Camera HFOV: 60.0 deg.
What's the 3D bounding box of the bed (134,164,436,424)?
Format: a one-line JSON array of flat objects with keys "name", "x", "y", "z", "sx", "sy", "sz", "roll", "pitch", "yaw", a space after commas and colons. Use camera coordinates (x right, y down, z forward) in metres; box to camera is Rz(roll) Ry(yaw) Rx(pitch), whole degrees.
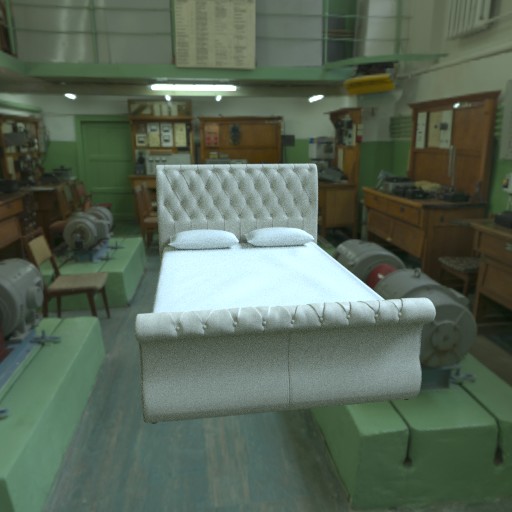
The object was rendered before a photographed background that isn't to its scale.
[{"name": "bed", "x": 0.000, "y": 0.000, "z": 3.453, "sx": 1.606, "sy": 1.268, "sz": 2.493, "roll": -2, "pitch": 15, "yaw": -9}]
